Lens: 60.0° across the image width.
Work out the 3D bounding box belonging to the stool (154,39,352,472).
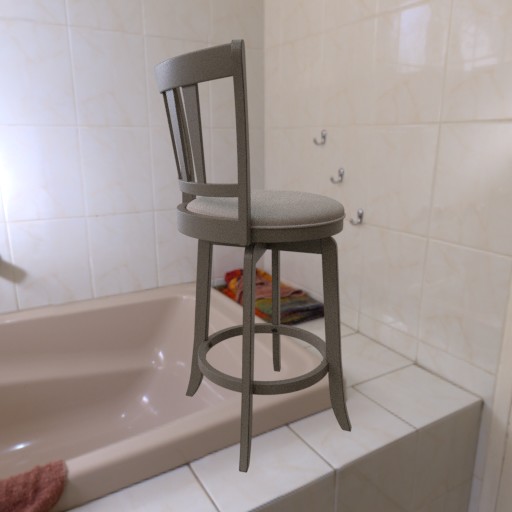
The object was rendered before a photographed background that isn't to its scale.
[{"bbox_3d":[0.000,0.000,1.225,0.486,0.994,0.450,-8,17,-28],"label":"stool"}]
